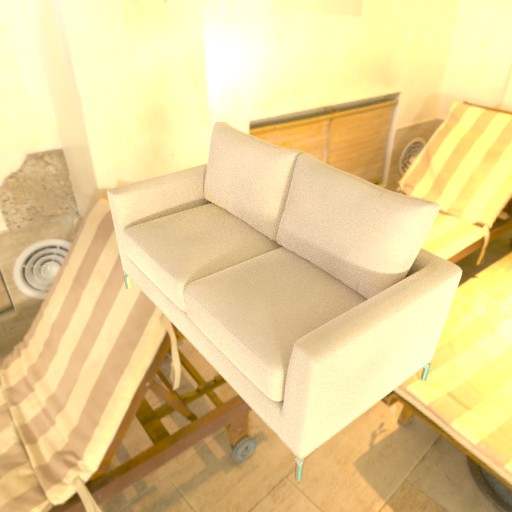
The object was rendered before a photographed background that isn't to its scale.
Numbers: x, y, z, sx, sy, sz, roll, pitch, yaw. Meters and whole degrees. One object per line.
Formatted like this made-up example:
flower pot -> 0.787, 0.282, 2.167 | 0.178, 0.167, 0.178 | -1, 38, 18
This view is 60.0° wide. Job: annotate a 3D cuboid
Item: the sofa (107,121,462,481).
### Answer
sofa -> 0.000, 0.000, 2.329 | 0.906, 0.995, 1.739 | -22, 38, -31
